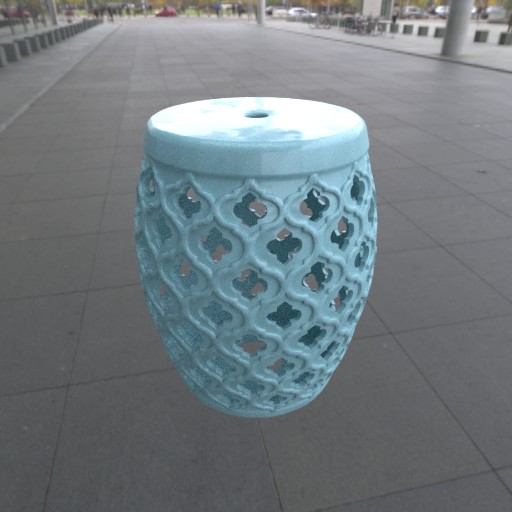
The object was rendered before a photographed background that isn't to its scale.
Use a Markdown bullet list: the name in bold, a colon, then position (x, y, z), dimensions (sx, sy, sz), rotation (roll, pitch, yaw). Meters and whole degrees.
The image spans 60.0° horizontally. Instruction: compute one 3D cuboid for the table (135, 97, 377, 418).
- **table**: position (0.000, 0.000, 0.628), dimensions (0.325, 0.388, 0.325), rotation (0, 29, 0)
